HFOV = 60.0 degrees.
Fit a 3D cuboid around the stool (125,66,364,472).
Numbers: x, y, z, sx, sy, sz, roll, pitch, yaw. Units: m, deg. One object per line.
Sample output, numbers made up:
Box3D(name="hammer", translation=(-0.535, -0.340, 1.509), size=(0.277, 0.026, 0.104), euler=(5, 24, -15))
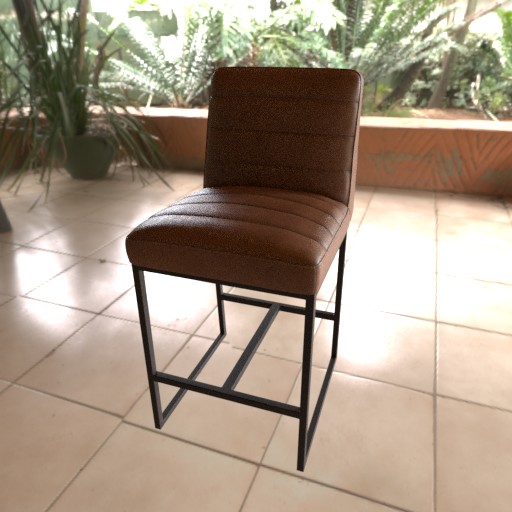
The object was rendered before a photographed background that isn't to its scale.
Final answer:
Box3D(name="stool", translation=(0.000, 0.000, 1.220), size=(0.458, 0.940, 0.556), euler=(9, 27, 17))
